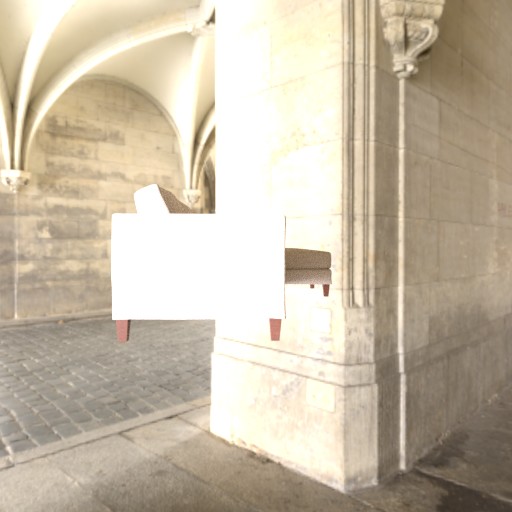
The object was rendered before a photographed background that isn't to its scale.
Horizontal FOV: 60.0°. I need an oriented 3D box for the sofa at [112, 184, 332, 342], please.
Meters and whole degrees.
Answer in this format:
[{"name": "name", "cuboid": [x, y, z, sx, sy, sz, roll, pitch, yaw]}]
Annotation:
[{"name": "sofa", "cuboid": [0.000, 0.000, 3.941, 1.625, 0.861, 3.186, 0, 1, -2]}]
